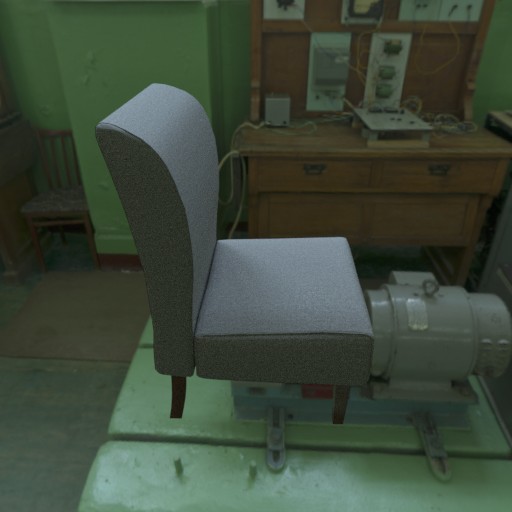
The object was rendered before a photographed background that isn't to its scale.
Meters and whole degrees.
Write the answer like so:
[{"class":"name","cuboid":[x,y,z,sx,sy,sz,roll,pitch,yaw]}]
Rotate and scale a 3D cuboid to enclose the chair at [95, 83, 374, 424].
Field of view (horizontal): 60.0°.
[{"class":"chair","cuboid":[0.000,0.000,1.193,0.592,0.804,0.513,1,31,1]}]
